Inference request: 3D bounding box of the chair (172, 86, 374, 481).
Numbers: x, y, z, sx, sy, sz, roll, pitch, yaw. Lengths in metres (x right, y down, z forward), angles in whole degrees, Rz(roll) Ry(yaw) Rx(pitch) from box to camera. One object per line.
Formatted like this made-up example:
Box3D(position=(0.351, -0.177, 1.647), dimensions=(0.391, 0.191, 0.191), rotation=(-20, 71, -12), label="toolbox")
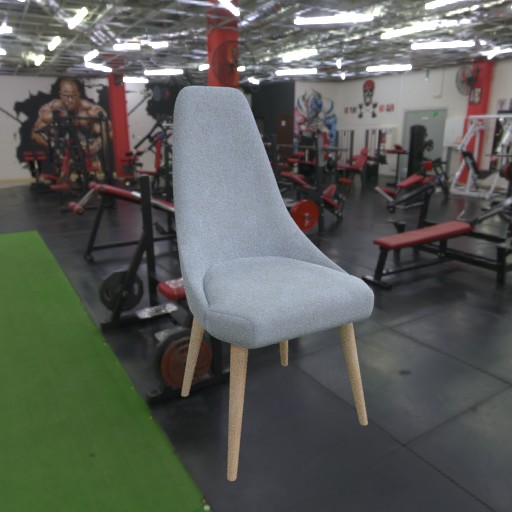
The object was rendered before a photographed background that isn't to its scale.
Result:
Box3D(position=(0.000, 0.000, 1.393), dimensions=(0.510, 1.040, 0.660), rotation=(-9, 19, -28), label="chair")
